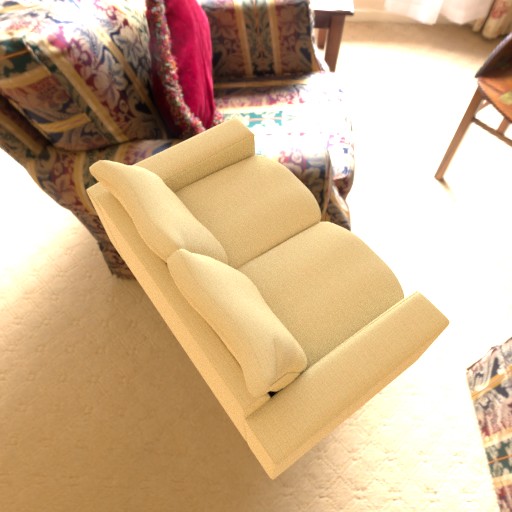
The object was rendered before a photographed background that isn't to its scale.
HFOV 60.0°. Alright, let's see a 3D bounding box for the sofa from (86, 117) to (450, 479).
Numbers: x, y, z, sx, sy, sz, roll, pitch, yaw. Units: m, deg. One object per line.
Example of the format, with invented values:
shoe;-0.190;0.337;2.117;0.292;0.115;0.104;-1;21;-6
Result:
sofa;0.000;0.000;2.351;1.091;0.875;1.754;-32;63;-19
